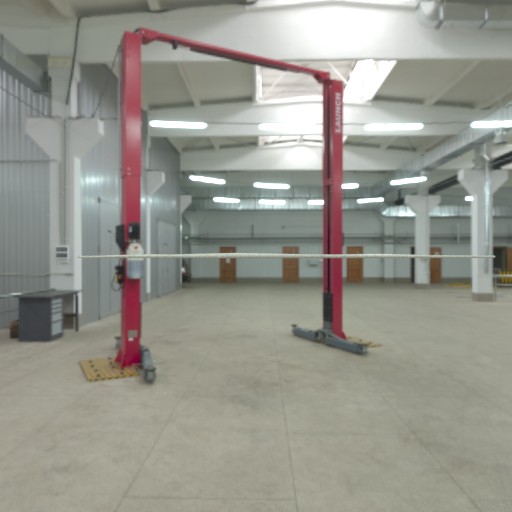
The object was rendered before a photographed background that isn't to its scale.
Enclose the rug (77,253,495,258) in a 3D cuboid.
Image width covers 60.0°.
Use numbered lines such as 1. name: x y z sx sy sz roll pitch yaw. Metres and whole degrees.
1. rug: 0.000 0.000 3.824 2.311 0.032 2.921 0 0 -34
